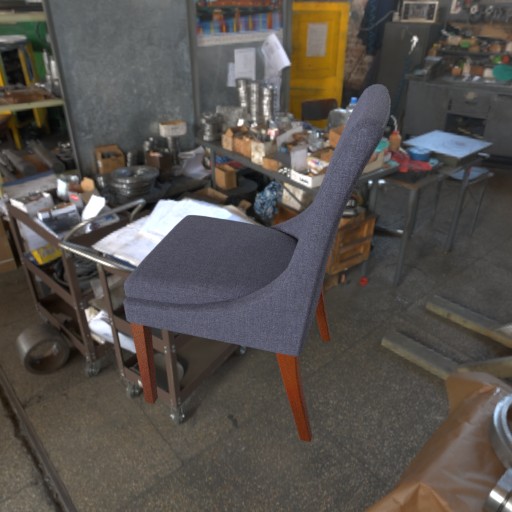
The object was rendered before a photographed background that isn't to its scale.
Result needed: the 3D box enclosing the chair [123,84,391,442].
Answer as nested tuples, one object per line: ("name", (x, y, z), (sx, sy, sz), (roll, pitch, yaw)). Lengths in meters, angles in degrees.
("chair", (0.000, 0.000, 1.349), (0.655, 0.952, 0.508), (8, 32, 13))
